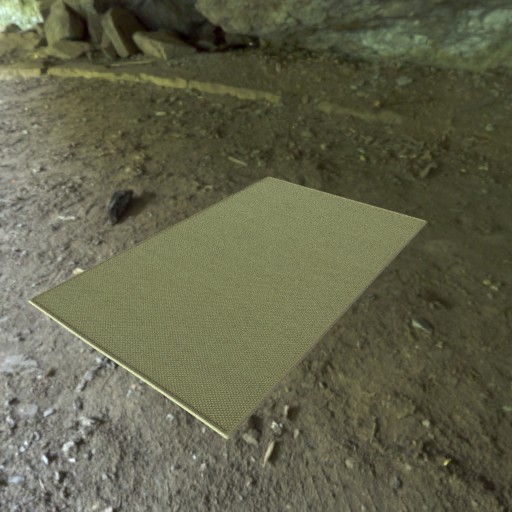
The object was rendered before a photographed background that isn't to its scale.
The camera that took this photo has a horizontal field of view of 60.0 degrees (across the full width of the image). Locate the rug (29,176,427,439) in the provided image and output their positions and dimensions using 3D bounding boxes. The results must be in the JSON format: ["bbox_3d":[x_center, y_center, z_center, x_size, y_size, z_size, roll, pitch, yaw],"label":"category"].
[{"bbox_3d":[0.000,0.000,2.097,1.067,0.013,1.676,22,38,31],"label":"rug"}]
